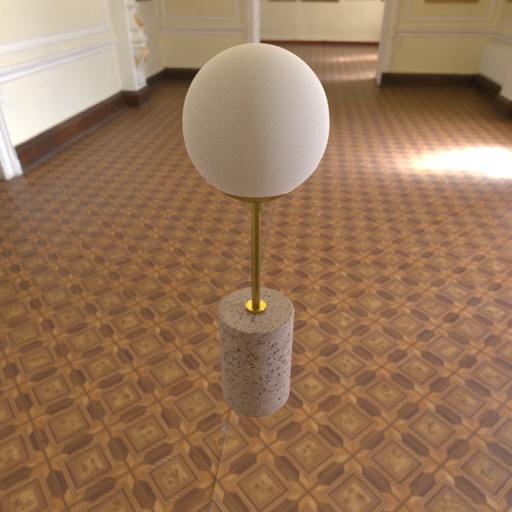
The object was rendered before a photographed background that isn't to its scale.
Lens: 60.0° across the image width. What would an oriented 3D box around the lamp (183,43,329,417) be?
[{"bbox_3d":[0.000,0.000,0.553,0.153,0.480,0.153,0,32,0],"label":"lamp"}]
